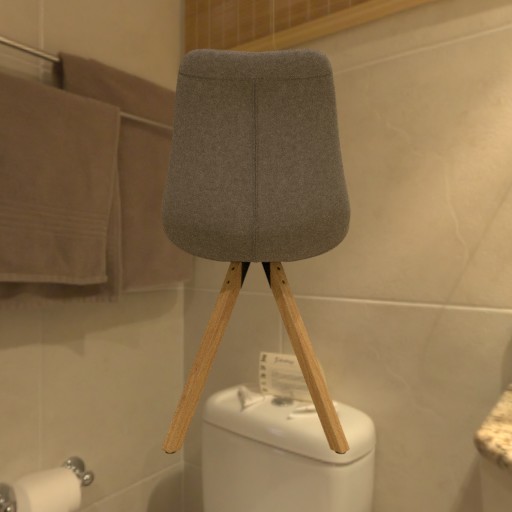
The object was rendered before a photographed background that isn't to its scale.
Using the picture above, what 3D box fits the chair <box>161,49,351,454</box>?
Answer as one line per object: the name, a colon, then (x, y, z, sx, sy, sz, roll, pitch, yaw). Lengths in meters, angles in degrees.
chair: (0.000, 0.000, 1.182, 0.483, 0.865, 0.550, 0, 0, 0)
